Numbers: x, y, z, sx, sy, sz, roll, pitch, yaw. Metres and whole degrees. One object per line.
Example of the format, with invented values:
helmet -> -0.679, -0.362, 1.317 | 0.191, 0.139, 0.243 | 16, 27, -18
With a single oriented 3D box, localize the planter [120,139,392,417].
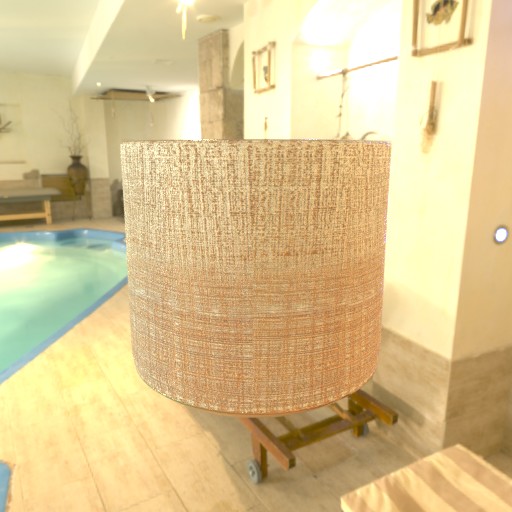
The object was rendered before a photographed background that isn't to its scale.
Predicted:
planter -> 0.000, 0.000, 0.192 | 0.109, 0.096, 0.109 | 0, 14, 0
